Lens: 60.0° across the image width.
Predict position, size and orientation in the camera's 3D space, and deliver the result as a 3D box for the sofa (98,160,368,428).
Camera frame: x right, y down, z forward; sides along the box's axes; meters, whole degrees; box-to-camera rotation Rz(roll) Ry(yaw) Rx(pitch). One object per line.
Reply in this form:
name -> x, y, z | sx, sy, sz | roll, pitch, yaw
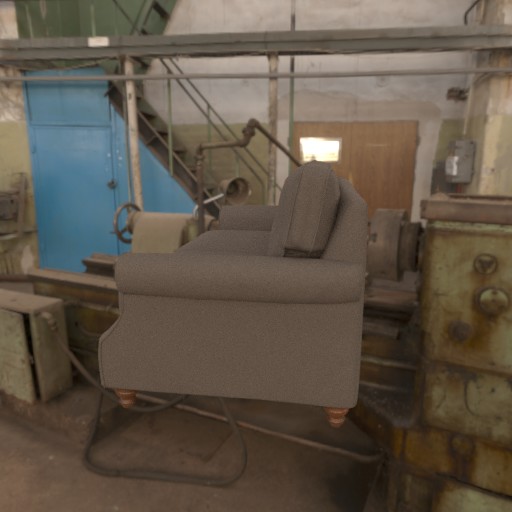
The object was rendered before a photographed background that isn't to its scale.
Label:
sofa -> 0.000, 0.000, 2.236 | 0.964, 0.937, 1.665 | 2, 13, 9
